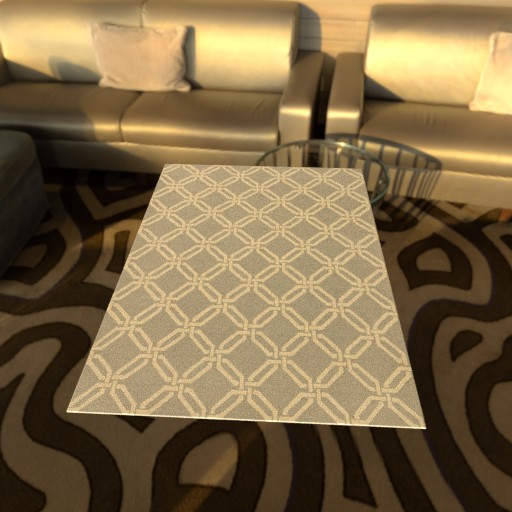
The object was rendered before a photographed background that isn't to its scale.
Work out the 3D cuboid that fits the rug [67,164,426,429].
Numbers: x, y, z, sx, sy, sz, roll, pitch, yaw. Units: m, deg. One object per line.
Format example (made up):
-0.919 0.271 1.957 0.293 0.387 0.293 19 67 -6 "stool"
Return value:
0.000 0.000 4.253 2.438 0.013 3.353 2 42 2 "rug"
